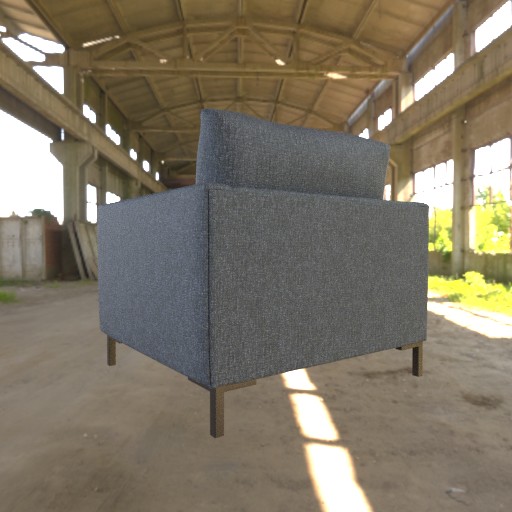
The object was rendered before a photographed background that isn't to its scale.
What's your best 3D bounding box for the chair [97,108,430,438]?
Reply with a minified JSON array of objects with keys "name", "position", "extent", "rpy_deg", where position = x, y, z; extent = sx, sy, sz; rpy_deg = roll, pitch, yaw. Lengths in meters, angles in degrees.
[{"name":"chair","position":[0.000,0.000,1.668],"extent":[0.963,0.861,0.866],"rpy_deg":[-1,2,-36]}]
